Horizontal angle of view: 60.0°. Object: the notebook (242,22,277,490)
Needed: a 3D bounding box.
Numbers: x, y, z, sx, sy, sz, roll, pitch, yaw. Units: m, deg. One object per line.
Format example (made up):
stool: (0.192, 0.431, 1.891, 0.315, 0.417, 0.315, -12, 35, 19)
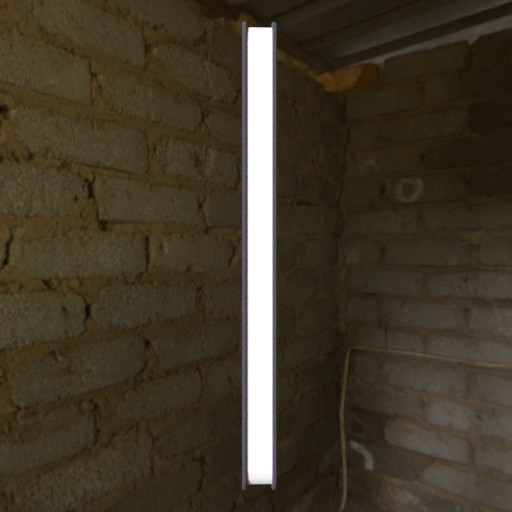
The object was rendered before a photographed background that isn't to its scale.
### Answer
notebook: (0.000, 0.000, 0.258, 0.016, 0.213, 0.127, 0, 0, -1)
